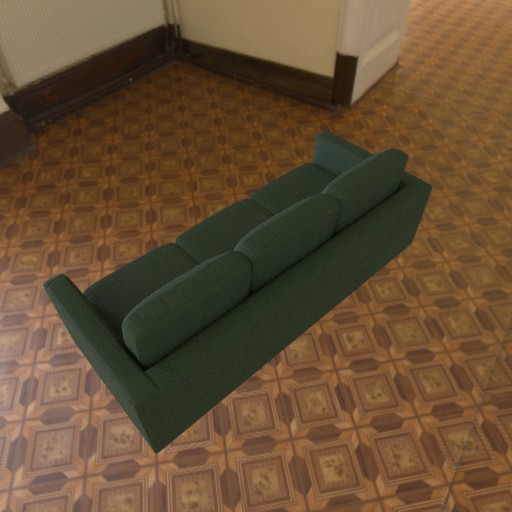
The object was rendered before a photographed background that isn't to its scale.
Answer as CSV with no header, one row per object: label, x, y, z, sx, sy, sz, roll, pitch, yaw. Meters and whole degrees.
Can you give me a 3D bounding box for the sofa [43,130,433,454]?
sofa,0.000,0.000,2.527,2.029,0.899,0.879,-34,55,-27
